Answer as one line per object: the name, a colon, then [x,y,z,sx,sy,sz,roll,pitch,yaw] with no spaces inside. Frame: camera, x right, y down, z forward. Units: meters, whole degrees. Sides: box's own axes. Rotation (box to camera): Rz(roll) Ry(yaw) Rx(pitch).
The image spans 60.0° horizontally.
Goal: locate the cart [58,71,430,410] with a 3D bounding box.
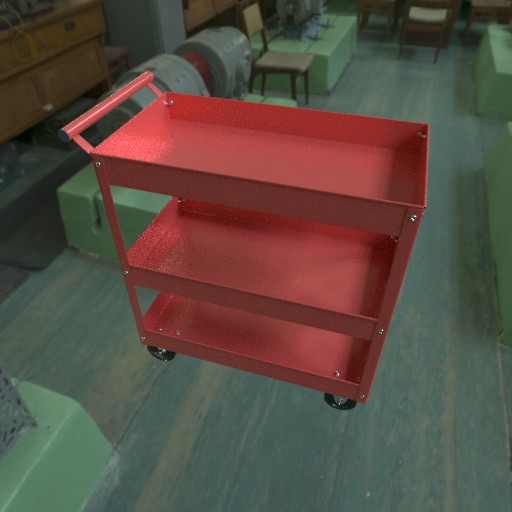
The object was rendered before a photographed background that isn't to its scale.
cart: [0.000,0.000,1.185,0.719,0.780,0.366,12,42,13]
